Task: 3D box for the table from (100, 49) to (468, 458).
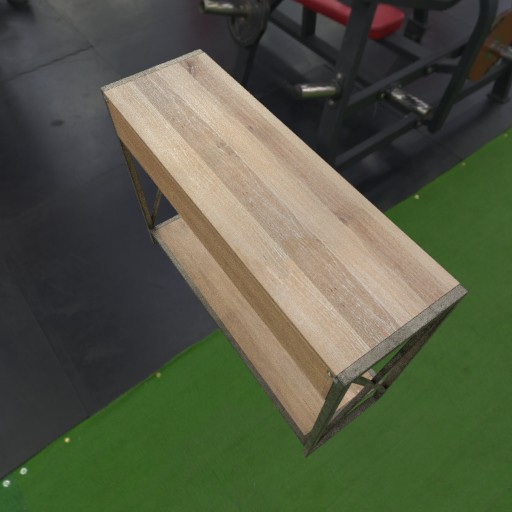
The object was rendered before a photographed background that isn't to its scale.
[{"bbox_3d":[0.000,0.000,1.415,0.361,0.763,1.059,-31,62,-19],"label":"table"}]
